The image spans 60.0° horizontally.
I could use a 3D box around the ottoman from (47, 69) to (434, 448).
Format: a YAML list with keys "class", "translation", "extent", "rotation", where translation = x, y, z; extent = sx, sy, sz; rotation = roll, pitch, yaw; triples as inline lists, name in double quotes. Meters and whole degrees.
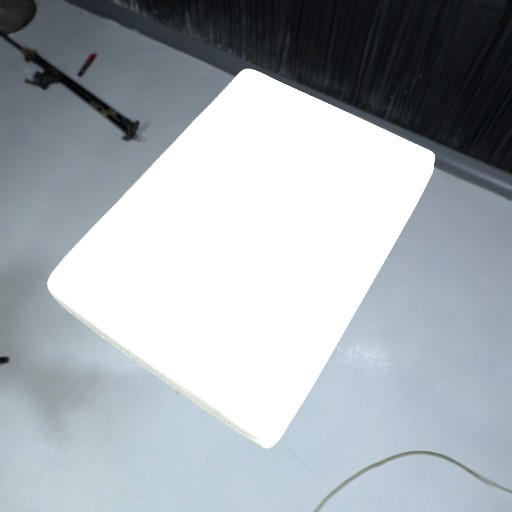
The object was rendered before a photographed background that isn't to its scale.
- class: "ottoman"
  translation: [0.000, 0.000, 1.145]
  extent: [0.569, 0.499, 0.773]
  rotation: [30, 66, 14]
